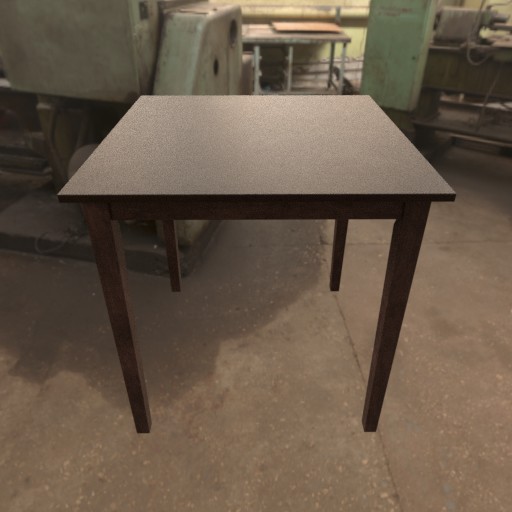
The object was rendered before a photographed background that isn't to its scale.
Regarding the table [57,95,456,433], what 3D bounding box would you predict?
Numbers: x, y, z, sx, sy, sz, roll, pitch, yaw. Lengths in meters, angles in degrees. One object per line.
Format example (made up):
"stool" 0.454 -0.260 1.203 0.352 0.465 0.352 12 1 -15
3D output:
"table" 0.000 0.000 1.354 0.749 0.770 0.749 0 33 0
